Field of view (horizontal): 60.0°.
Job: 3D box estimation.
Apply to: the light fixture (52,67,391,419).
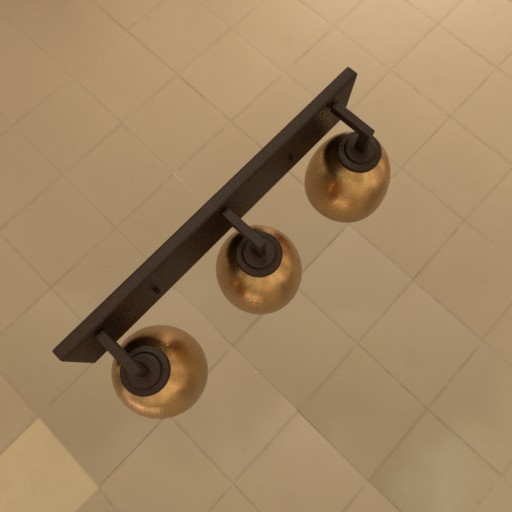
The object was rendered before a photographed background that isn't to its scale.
[{"bbox_3d":[0.000,0.000,0.659,0.157,0.204,0.582,43,79,10],"label":"light fixture"}]
